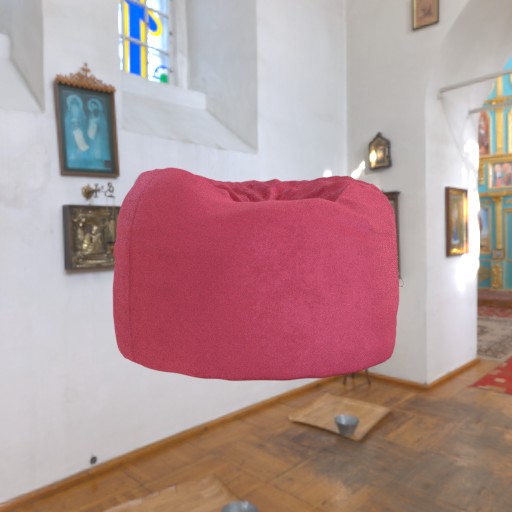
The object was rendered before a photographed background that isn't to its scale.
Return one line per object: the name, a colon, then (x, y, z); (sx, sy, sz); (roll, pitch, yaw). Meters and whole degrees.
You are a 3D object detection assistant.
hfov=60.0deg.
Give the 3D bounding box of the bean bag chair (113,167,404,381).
bean bag chair: (0.000, 0.000, 1.963); (1.218, 0.788, 1.218); (0, 1, 0)
